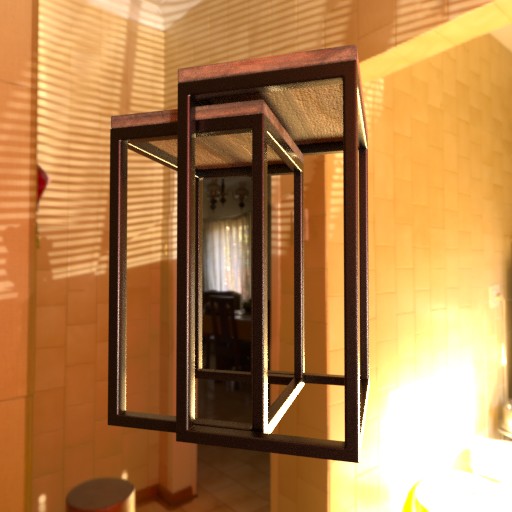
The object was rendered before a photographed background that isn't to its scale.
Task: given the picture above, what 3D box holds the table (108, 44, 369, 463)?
[{"bbox_3d":[0.000,0.000,0.927,0.460,0.615,0.456,-1,-2,19],"label":"table"}]
